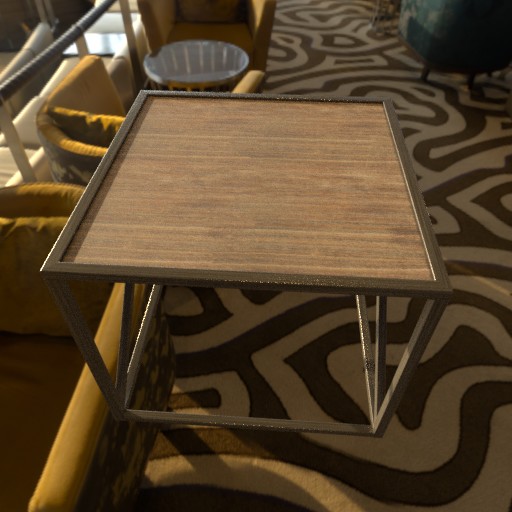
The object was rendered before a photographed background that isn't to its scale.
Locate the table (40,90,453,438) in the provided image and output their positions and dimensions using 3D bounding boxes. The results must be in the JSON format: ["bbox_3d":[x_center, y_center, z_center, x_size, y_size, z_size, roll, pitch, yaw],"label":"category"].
[{"bbox_3d":[0.000,0.000,1.044,0.609,0.507,0.611,3,45,3],"label":"table"}]
